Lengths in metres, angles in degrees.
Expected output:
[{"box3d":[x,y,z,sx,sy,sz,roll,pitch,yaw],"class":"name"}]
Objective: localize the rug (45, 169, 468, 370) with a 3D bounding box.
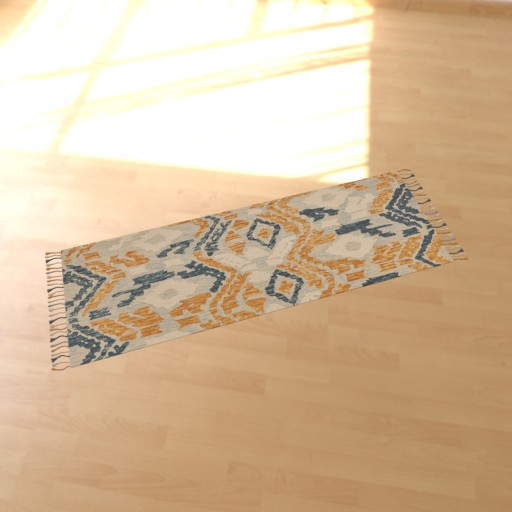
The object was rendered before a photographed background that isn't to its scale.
[{"box3d":[0.000,0.000,2.669,2.437,0.010,0.783,-14,59,-9],"class":"rug"}]
